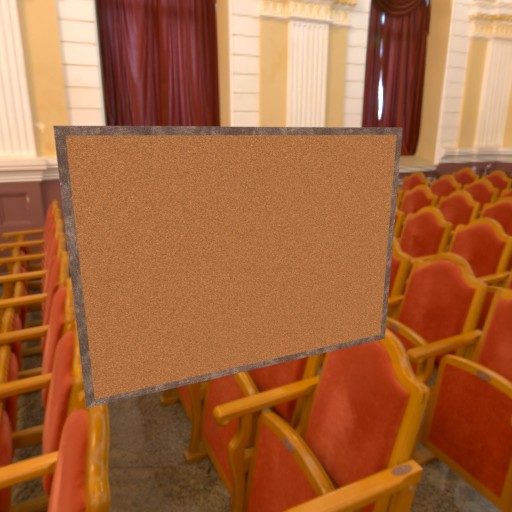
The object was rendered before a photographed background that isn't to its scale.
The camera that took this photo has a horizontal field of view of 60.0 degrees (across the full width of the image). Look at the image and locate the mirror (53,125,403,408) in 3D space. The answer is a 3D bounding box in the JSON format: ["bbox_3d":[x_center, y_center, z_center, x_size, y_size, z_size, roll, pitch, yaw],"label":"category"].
[{"bbox_3d":[0.000,0.000,1.422,1.101,0.795,0.022,-7,17,-24],"label":"mirror"}]
